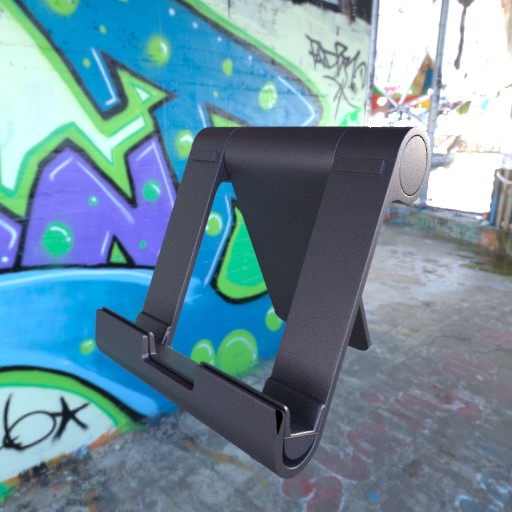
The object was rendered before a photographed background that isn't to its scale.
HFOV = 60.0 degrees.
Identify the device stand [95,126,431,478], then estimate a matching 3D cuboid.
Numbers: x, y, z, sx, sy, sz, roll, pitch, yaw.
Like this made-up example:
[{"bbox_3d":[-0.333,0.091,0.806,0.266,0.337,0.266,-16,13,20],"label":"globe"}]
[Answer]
[{"bbox_3d":[0.000,0.000,0.149,0.088,0.084,0.079,15,22,42],"label":"device stand"}]
